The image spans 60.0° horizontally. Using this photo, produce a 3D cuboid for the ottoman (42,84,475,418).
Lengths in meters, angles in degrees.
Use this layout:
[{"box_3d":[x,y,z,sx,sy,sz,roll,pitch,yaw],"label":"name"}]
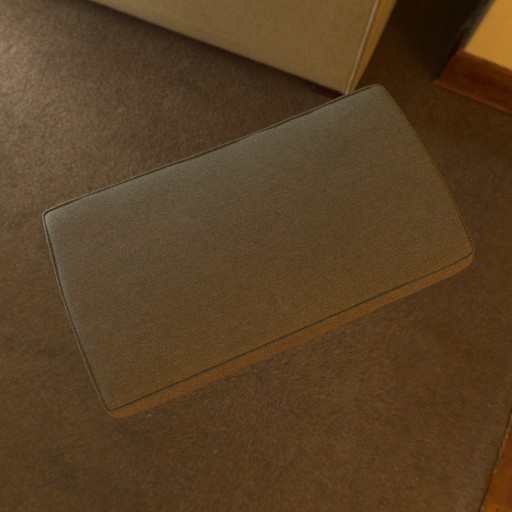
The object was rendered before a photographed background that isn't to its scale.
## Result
[{"box_3d":[0.000,0.000,1.131,0.864,0.448,0.490,-22,77,-6],"label":"ottoman"}]
